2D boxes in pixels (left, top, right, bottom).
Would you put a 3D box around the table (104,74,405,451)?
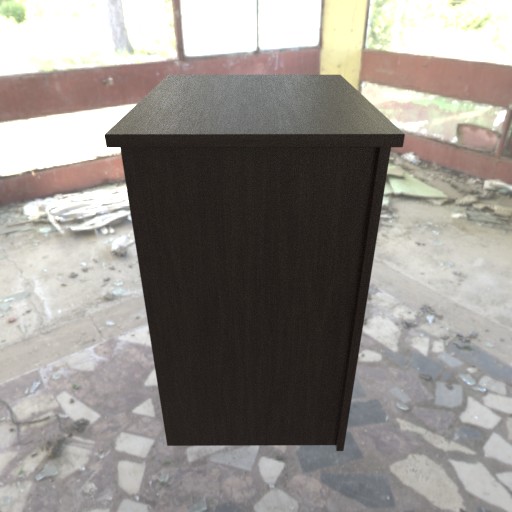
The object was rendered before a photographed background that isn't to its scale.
[{"bbox_3d":[0.000,0.000,0.921,0.381,0.635,0.480,0,31,0],"label":"table"}]
